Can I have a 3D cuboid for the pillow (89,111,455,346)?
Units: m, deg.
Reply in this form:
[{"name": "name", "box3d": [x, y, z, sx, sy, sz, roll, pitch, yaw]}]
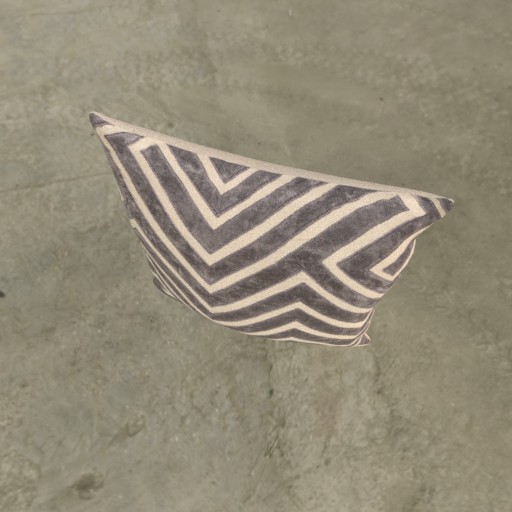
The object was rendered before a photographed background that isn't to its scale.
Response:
[{"name": "pillow", "box3d": [0.000, 0.000, 0.676, 0.440, 0.441, 0.182, 15, 60, 9]}]
